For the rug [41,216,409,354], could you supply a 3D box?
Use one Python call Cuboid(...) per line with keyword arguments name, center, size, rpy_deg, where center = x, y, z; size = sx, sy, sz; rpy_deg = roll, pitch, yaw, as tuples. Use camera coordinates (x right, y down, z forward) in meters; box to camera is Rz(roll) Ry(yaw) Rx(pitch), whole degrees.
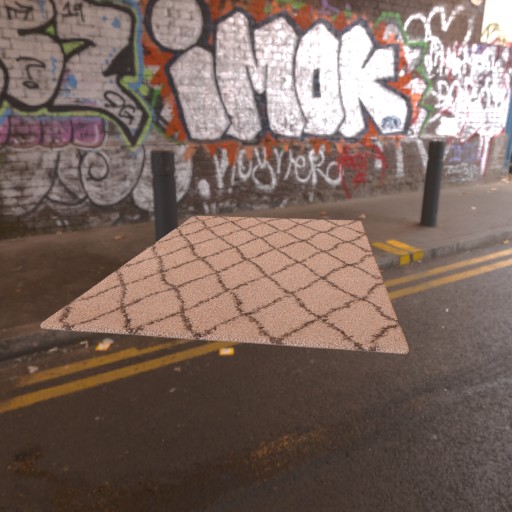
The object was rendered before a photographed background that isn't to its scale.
Cuboid(name="rug", center=(0.000, 0.000, 3.377), size=(1.778, 0.030, 2.743), rpy_deg=(2, 17, 8))
